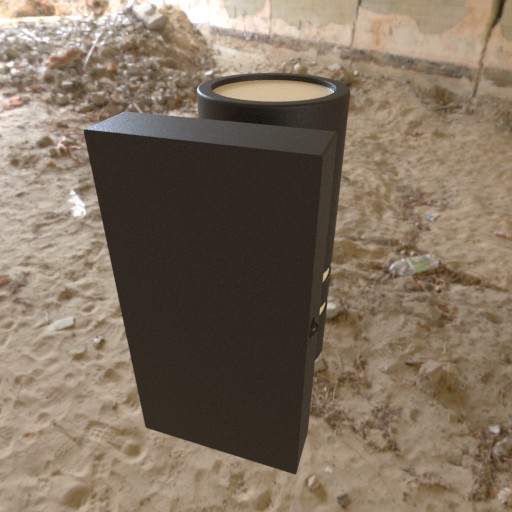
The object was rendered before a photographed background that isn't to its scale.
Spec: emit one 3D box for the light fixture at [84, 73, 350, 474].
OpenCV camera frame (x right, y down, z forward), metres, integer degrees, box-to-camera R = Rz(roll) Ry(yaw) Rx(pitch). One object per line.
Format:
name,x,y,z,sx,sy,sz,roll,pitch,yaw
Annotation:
light fixture,0.000,0.000,0.259,0.098,0.179,0.138,10,34,16
